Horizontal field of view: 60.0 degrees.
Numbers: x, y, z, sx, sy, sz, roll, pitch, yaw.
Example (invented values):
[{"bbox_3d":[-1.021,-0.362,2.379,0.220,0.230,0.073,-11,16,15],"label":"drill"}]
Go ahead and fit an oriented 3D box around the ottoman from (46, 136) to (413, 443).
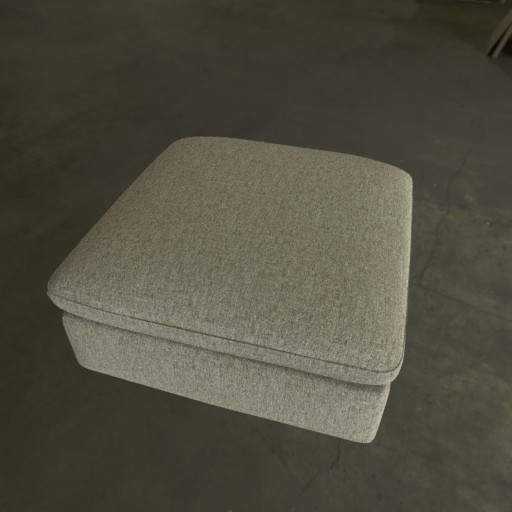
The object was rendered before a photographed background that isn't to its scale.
[{"bbox_3d":[0.000,0.000,1.637,1.039,0.526,1.035,11,43,12],"label":"ottoman"}]
